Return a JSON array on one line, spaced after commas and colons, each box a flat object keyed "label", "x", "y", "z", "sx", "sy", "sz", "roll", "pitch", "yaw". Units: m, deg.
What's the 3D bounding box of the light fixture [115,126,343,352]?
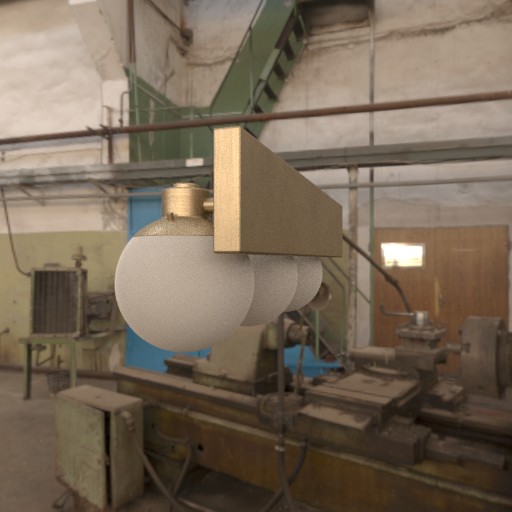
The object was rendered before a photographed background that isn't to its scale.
[{"label": "light fixture", "x": 0.000, "y": 0.000, "z": 0.831, "sx": 0.218, "sy": 0.263, "sz": 0.721, "roll": 0, "pitch": -1, "yaw": 19}]
